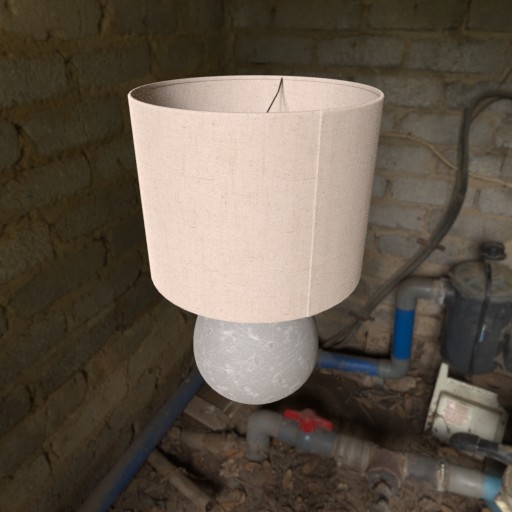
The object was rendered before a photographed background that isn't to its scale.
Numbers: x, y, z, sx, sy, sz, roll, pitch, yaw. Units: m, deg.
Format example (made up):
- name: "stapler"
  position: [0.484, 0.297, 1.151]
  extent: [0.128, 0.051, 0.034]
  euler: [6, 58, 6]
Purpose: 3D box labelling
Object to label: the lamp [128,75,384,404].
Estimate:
- name: "lamp"
  position: [0.000, 0.000, 0.576]
  extent: [0.269, 0.409, 0.269]
  euler: [-7, 29, -14]
